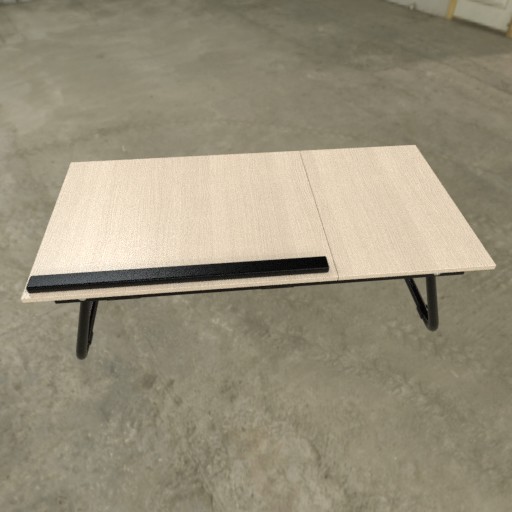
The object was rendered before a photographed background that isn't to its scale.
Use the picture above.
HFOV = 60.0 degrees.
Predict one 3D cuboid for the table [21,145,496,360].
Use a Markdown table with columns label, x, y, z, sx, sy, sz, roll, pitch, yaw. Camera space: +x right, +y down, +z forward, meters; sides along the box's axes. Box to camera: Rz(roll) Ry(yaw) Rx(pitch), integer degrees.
| label | x | y | z | sx | sy | sz | roll | pitch | yaw |
| --- | --- | --- | --- | --- | --- | --- | --- | --- | --- |
| table | 0.000 | 0.000 | 0.785 | 0.644 | 0.242 | 0.322 | -4 | 45 | -4 |
